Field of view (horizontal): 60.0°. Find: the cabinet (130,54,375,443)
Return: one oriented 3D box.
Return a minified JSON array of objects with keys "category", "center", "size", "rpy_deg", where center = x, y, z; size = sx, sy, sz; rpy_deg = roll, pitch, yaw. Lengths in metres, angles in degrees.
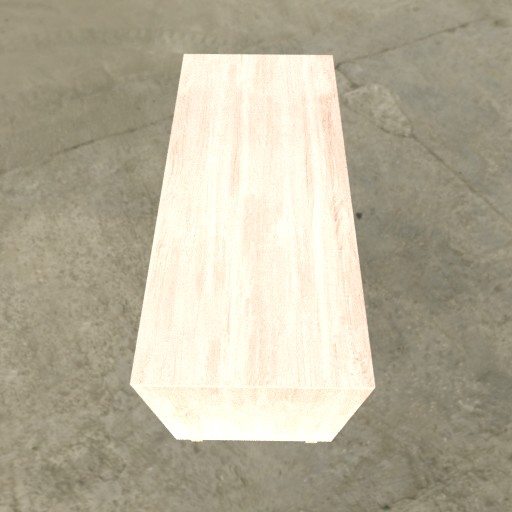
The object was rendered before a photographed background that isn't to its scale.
[{"category":"cabinet","center":[0.000,0.000,1.527],"size":[0.500,0.780,1.110],"rpy_deg":[1,58,0]}]
